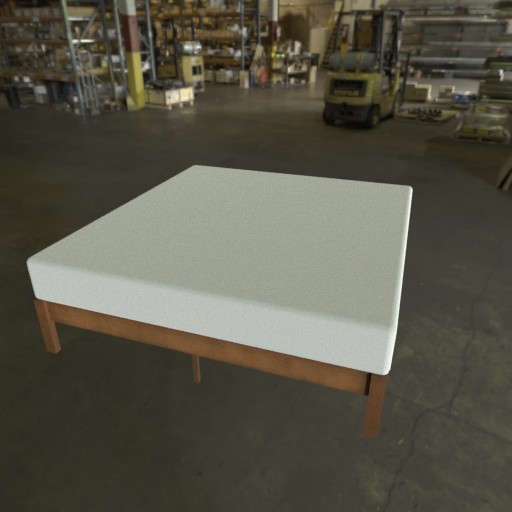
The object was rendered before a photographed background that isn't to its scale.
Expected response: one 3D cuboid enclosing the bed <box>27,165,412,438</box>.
[{"bbox_3d":[0.000,0.000,3.084,1.930,0.616,2.049,9,28,17],"label":"bed"}]
